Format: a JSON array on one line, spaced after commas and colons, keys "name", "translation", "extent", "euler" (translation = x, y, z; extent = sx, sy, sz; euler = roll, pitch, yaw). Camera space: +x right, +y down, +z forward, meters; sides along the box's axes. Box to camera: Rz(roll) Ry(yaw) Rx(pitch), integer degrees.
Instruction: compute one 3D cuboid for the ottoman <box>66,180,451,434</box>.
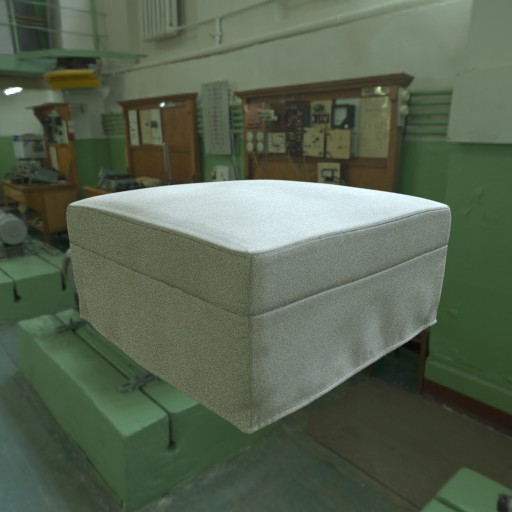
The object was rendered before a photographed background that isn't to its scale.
[{"name": "ottoman", "translation": [0.000, 0.000, 1.356], "extent": [0.842, 0.441, 0.843], "euler": [-14, 21, -42]}]
